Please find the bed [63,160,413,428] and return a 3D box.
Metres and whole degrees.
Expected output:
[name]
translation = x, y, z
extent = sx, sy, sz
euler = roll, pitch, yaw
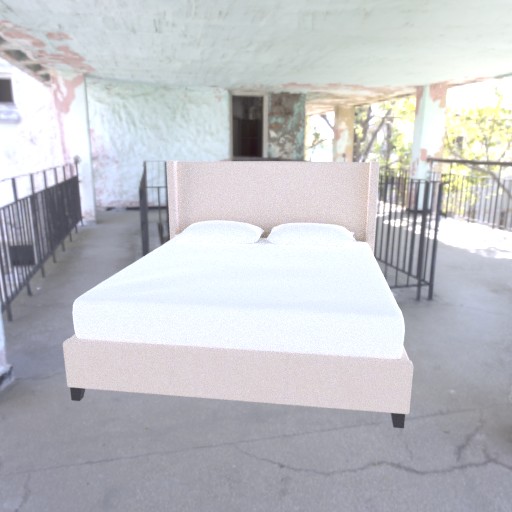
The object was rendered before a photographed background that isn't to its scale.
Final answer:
[bed]
translation = 0.000, 0.000, 3.668
extent = 2.145, 1.471, 2.293
euler = 2, 14, 8
